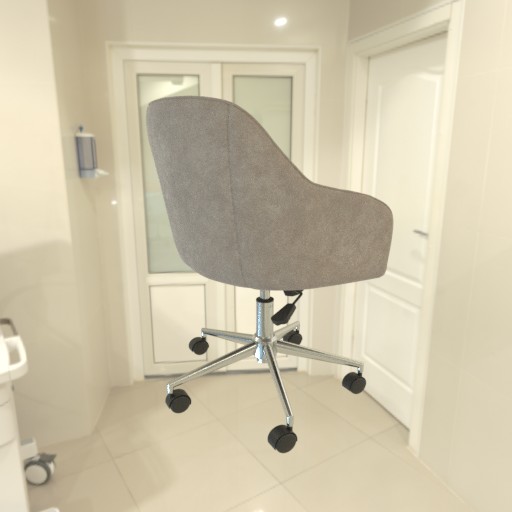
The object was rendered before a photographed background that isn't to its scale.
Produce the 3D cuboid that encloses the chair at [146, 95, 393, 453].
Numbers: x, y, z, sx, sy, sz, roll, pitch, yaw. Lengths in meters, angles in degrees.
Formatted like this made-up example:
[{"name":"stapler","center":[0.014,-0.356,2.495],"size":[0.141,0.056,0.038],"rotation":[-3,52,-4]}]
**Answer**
[{"name":"chair","center":[0.000,0.000,1.281],"size":[0.573,0.831,0.635],"rotation":[-7,16,-26]}]
